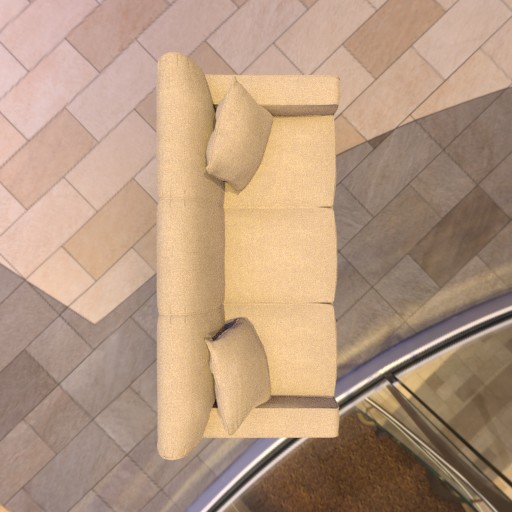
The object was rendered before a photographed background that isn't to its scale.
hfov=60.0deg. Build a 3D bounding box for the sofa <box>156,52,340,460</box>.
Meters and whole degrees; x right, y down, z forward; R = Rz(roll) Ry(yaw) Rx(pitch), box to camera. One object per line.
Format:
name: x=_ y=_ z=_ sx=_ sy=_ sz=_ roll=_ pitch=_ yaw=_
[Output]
sofa: x=0.000 y=0.000 z=2.605 sx=0.997 sy=0.958 sz=2.024 roll=0 pitch=91 yaw=0
